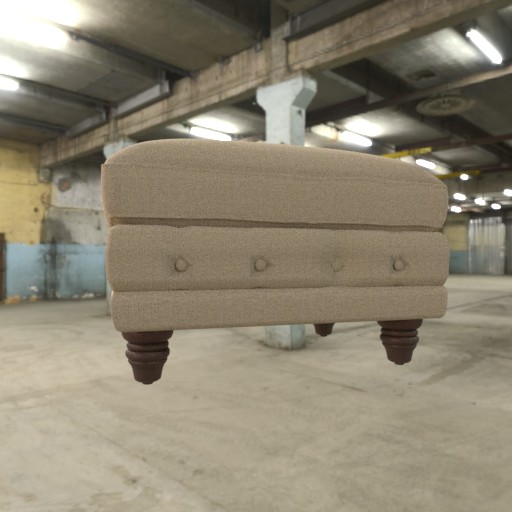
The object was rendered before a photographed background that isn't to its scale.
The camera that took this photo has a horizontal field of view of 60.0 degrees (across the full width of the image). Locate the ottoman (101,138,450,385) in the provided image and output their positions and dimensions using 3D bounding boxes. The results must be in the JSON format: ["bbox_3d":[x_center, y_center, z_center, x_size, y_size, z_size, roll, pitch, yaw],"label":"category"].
[{"bbox_3d":[0.000,0.000,1.047,0.684,0.463,0.541,0,-1,-17],"label":"ottoman"}]
